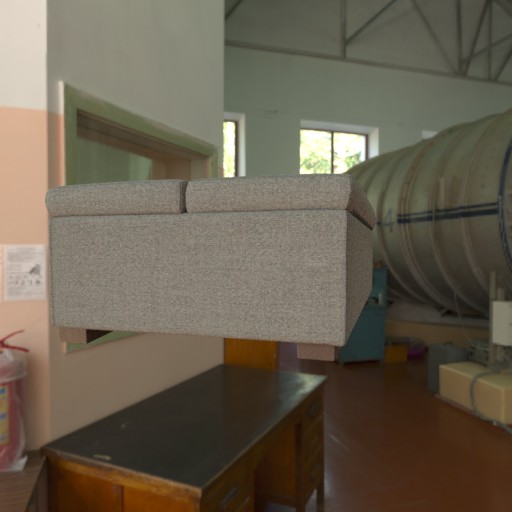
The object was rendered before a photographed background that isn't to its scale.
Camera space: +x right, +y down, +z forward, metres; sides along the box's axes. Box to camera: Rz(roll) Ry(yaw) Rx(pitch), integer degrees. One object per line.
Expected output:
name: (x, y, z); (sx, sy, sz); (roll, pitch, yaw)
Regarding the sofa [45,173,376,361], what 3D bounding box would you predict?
sofa: (0.000, 0.000, 1.628); (0.817, 0.434, 1.250); (0, 1, 17)
